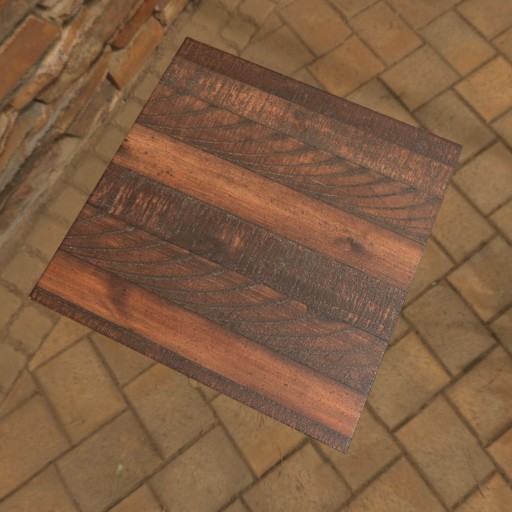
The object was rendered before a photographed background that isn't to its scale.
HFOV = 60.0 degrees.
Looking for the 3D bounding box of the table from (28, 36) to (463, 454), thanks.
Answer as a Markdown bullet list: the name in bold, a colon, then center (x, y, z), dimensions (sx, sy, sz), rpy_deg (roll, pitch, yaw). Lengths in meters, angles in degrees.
- **table**: center (0.000, 0.000, 0.976), dimensions (0.548, 0.482, 0.553), rpy_deg (24, 76, 6)
